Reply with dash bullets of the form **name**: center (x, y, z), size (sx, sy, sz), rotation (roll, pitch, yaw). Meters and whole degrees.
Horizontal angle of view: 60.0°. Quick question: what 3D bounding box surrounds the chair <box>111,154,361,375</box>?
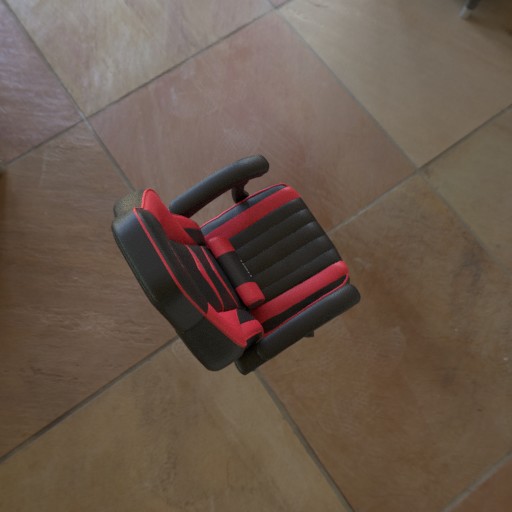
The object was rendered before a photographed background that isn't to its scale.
- **chair**: center (0.000, 0.000, 1.625), size (0.700, 1.220, 0.700), rotation (-31, 77, -8)
